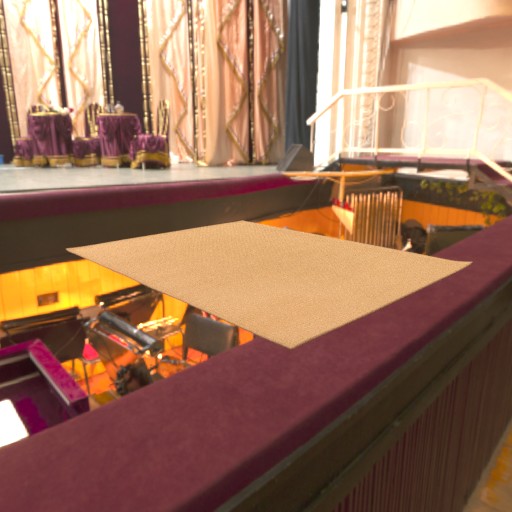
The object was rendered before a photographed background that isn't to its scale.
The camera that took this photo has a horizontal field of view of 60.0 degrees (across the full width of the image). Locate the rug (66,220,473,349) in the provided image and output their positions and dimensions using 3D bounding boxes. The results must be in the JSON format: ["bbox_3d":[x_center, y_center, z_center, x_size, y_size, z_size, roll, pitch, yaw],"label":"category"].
[{"bbox_3d":[0.000,0.000,3.974,2.277,0.035,2.897,-14,20,-42],"label":"rug"}]
